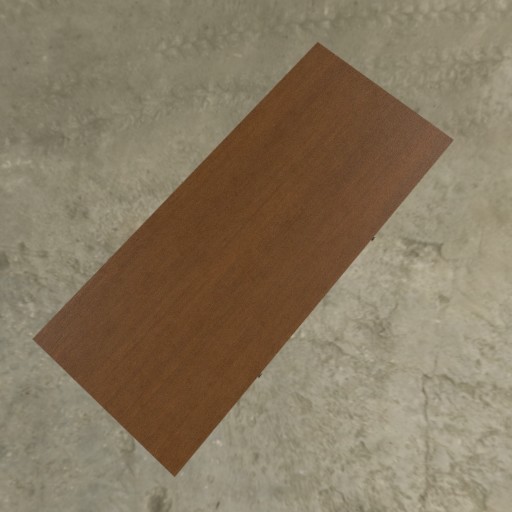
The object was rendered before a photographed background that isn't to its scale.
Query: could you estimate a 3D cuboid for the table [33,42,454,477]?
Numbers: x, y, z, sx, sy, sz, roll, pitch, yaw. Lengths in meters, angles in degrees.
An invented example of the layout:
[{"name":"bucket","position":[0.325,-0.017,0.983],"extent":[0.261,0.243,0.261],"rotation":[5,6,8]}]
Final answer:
[{"name":"table","position":[0.000,0.000,1.377],"extent":[0.490,0.464,1.119],"rotation":[40,80,9]}]
